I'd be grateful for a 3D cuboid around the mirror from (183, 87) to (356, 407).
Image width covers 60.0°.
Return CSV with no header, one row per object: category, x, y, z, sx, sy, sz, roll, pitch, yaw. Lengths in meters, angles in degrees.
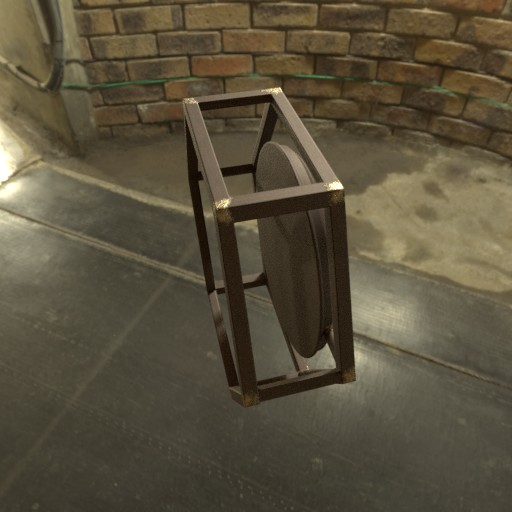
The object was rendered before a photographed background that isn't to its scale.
mirror,0.000,0.000,0.556,0.119,0.334,0.380,-10,47,-10
